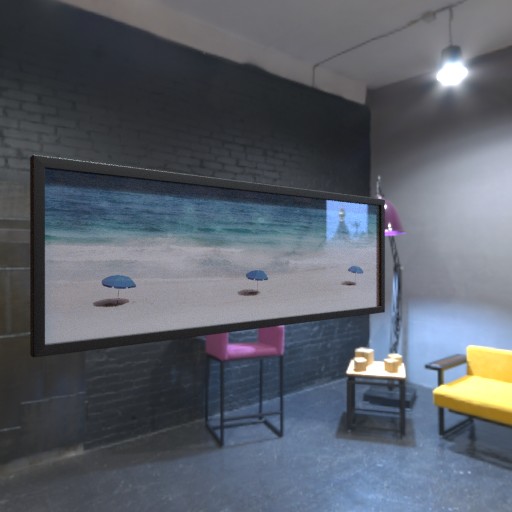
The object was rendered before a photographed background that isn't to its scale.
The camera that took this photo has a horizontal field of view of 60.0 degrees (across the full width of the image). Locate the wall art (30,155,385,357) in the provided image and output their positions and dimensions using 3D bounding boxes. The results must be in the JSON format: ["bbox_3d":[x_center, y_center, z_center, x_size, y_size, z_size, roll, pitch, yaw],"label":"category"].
[{"bbox_3d":[0.000,0.000,1.709,1.572,0.554,0.041,0,0,-38],"label":"wall art"}]
